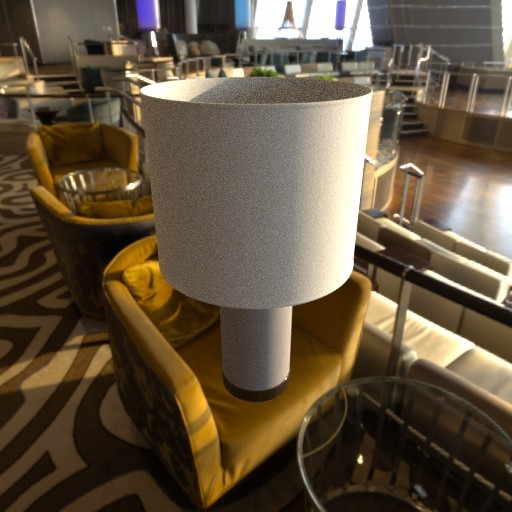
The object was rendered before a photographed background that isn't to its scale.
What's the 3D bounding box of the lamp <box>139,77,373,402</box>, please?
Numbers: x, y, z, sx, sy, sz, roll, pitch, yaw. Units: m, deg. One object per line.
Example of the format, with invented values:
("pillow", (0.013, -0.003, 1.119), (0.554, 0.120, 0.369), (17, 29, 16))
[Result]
("lamp", (0.000, 0.000, 0.532), (0.229, 0.380, 0.229), (0, 27, 0))
